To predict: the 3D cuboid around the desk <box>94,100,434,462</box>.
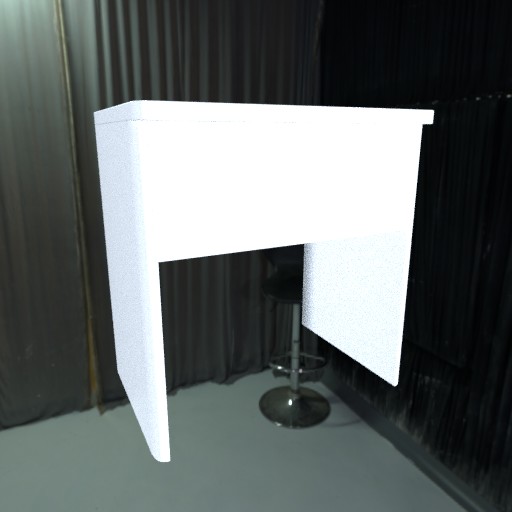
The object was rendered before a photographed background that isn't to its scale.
[{"bbox_3d":[0.000,0.000,1.291,0.762,0.800,0.549,-8,17,-26],"label":"desk"}]
